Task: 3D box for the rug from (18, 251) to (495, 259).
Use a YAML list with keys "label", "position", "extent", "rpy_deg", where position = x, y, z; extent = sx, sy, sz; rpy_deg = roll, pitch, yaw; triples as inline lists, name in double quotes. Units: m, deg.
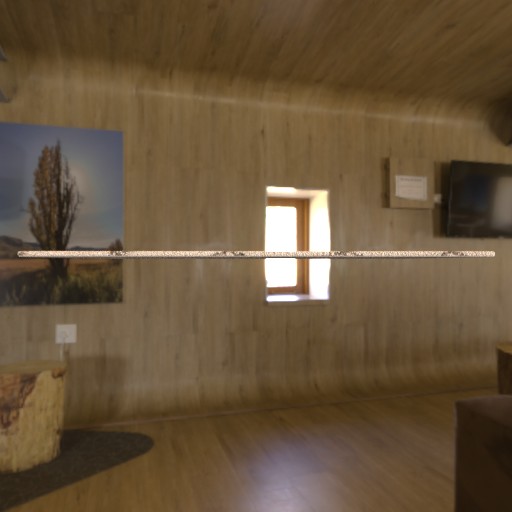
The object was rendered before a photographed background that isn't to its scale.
- label: "rug"
  position: [0.000, 0.000, 3.008]
  extent: [2.438, 0.030, 1.524]
  rpy_deg: [0, -1, -1]
